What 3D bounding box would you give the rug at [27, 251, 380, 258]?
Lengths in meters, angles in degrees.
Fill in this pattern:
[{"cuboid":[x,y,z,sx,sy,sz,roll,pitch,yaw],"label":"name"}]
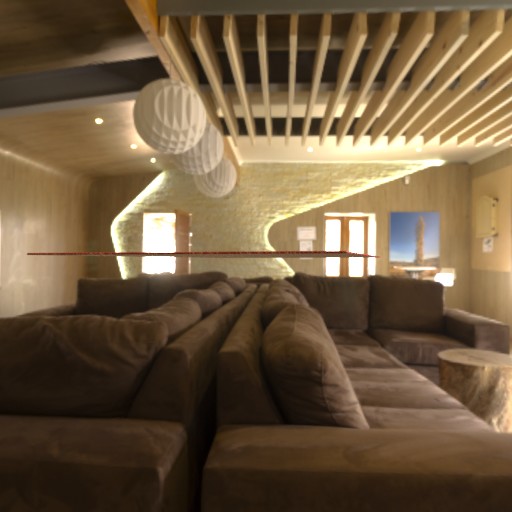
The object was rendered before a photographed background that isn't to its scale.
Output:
[{"cuboid":[0.000,0.000,3.054,1.531,0.010,2.442,0,-1,18],"label":"rug"}]
